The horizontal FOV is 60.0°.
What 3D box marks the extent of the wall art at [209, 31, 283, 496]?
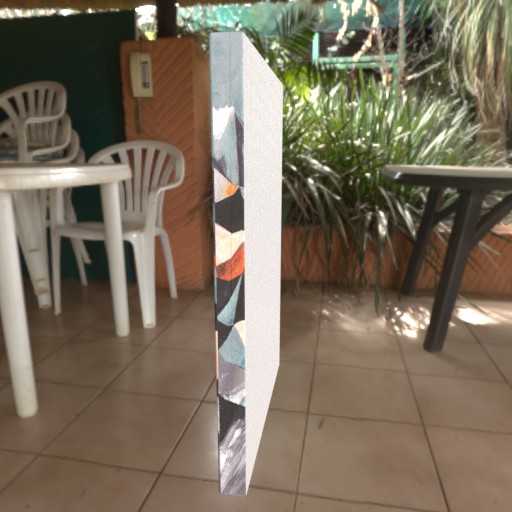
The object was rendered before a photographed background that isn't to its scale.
[{"bbox_3d":[0.000,0.000,1.135,0.061,0.911,0.609,2,13,9],"label":"wall art"}]
